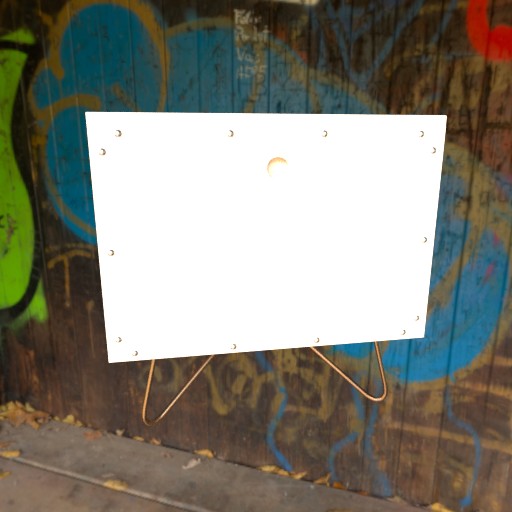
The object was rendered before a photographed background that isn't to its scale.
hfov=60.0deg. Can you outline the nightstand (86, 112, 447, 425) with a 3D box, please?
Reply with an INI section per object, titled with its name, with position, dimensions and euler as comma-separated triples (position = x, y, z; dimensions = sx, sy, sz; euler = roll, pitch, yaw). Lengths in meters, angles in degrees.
[nightstand]
position = 0.000, 0.000, 1.025
dimensions = 0.614, 0.604, 0.447
euler = -3, 15, -10
